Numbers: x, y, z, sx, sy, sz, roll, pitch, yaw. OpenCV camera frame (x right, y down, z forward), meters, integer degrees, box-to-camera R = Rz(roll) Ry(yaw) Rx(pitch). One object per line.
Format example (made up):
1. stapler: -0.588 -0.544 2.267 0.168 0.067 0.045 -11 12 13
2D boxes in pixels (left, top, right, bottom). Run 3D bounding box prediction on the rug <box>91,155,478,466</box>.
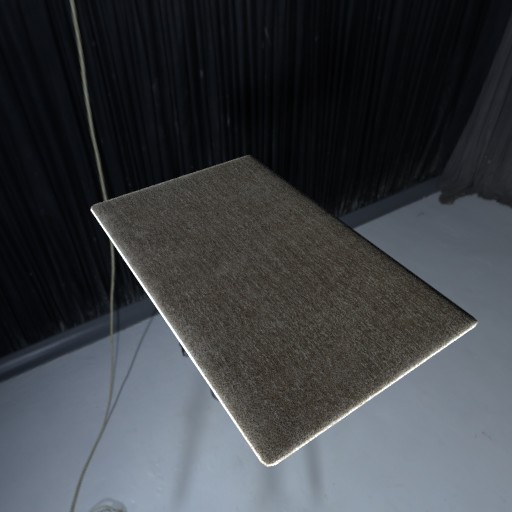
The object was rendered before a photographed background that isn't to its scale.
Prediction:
1. rug: 0.000 0.000 3.069 1.539 0.024 2.469 -24 46 -25
